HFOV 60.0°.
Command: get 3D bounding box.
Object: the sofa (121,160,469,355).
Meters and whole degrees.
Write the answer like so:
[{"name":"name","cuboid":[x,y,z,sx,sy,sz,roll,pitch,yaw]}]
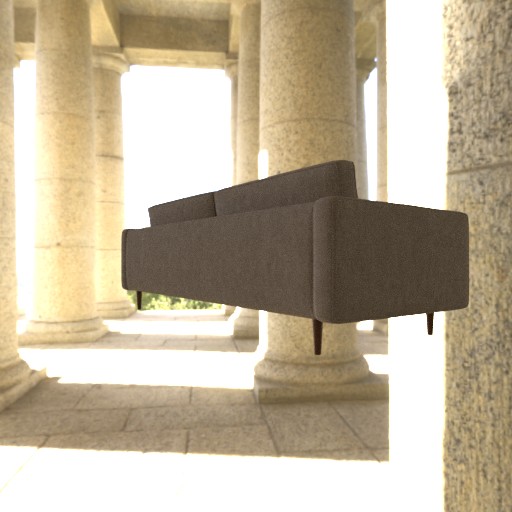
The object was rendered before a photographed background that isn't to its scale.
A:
[{"name":"sofa","cuboid":[0.000,0.000,2.676,0.919,0.770,2.200,0,0,-36]}]
